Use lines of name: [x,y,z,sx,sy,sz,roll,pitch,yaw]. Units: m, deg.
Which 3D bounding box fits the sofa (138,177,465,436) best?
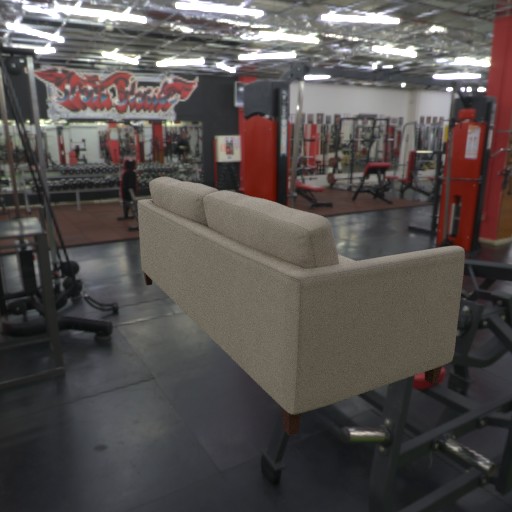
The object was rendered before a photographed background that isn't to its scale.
sofa: [0.000,0.000,2.895,0.988,0.912,2.404,-8,17,-27]
